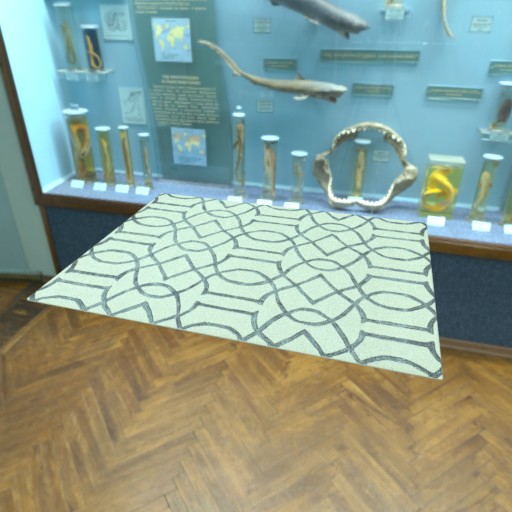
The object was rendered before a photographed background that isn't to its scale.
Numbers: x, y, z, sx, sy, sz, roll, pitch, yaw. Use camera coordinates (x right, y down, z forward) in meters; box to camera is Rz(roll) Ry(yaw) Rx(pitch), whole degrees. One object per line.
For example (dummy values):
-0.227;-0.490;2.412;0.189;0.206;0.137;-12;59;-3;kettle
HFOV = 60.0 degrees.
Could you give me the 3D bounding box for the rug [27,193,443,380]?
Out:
0.000;0.000;3.855;2.910;0.021;2.211;8;31;14;rug
